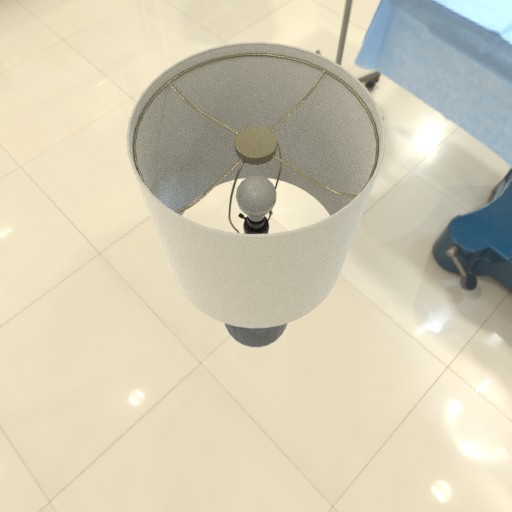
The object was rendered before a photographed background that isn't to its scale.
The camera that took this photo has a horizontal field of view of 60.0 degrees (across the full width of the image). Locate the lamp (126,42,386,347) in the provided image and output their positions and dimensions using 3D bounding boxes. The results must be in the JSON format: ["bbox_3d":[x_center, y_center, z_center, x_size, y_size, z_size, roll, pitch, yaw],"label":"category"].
[{"bbox_3d":[0.000,0.000,0.589,0.220,0.475,0.220,-34,67,-17],"label":"lamp"}]
